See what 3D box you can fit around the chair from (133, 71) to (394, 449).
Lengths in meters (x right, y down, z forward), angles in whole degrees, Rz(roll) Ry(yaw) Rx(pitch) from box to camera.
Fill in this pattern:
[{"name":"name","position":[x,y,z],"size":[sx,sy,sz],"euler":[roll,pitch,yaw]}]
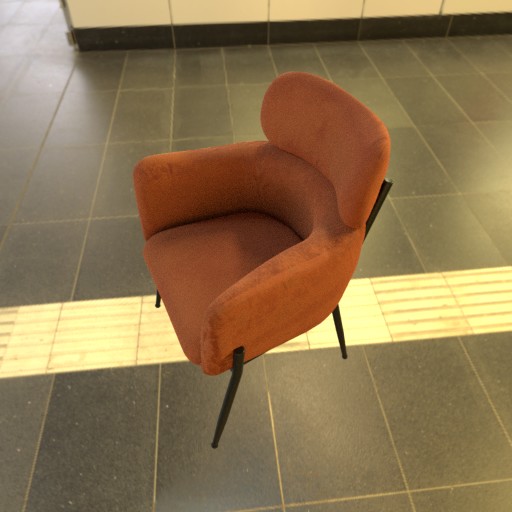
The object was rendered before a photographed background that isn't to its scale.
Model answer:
[{"name":"chair","position":[0.000,0.000,1.154],"size":[0.523,0.772,0.561],"euler":[-19,49,-17]}]
